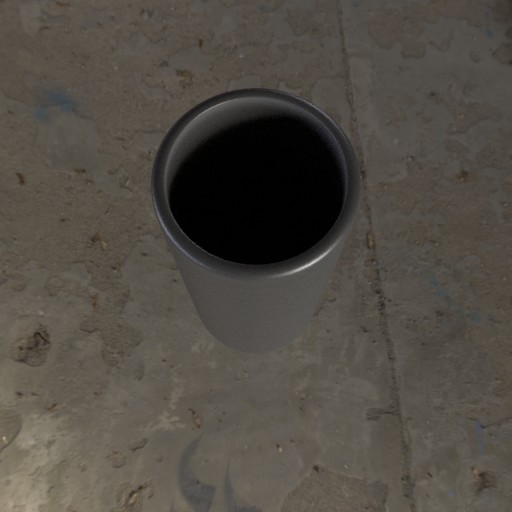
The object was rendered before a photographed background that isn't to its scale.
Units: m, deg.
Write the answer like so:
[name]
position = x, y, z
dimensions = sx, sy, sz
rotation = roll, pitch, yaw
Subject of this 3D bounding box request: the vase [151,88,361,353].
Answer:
[vase]
position = 0.000, 0.000, 0.358
dimensions = 0.136, 0.289, 0.136
rotation = 15, 75, 4
